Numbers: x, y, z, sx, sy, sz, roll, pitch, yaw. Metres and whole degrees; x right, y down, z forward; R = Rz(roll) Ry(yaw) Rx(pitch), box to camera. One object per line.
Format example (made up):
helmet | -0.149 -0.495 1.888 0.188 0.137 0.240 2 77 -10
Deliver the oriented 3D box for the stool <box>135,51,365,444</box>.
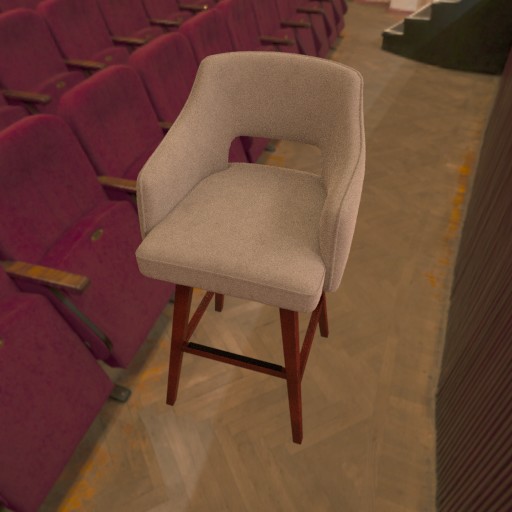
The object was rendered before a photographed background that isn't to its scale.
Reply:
stool | 0.000 0.000 1.331 0.548 1.012 0.558 12 42 13
